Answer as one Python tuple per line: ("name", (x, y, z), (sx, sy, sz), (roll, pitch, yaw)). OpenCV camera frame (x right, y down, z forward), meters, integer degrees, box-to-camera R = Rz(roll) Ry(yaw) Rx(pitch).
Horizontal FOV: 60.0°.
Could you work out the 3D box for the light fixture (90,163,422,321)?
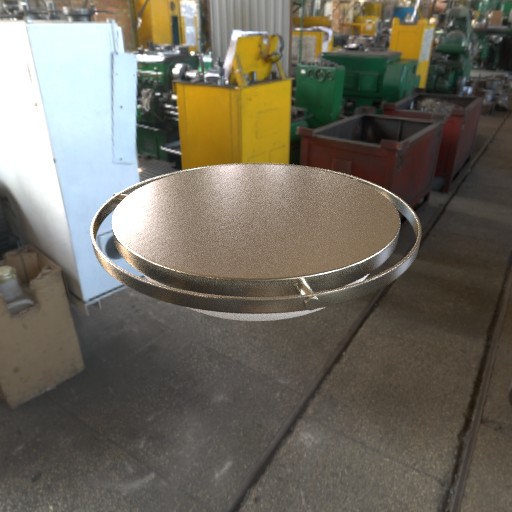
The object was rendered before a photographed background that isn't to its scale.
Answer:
("light fixture", (0.000, 0.000, 0.536), (0.361, 0.130, 0.361), (0, 29, 0))
